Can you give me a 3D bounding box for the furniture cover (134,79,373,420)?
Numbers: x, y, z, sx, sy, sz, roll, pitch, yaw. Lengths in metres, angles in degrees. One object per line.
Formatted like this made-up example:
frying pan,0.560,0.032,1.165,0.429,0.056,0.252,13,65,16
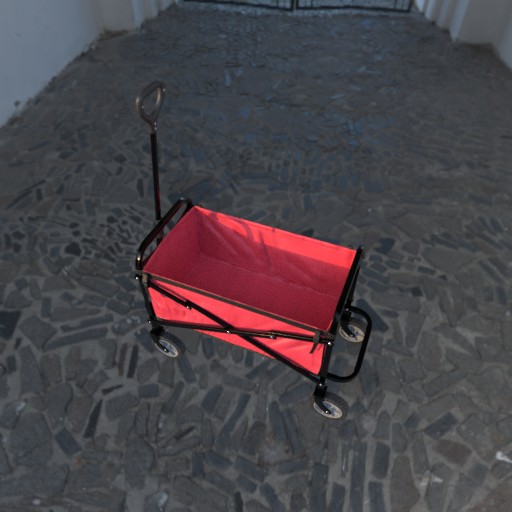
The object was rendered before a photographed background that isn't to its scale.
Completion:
furniture cover,0.000,0.000,1.791,1.038,1.295,0.532,17,48,16
